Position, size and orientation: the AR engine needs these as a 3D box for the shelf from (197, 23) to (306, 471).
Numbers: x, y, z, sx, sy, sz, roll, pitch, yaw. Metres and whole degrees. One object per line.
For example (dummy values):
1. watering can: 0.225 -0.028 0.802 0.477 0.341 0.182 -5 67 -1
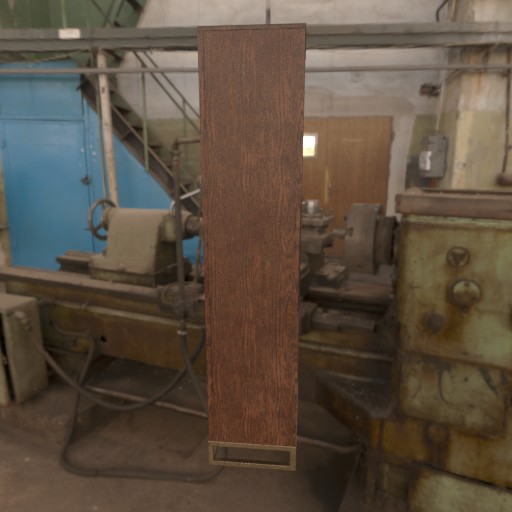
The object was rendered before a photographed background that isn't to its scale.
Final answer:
1. shelf: 0.000 0.000 1.955 0.395 1.732 0.539 1 14 6
